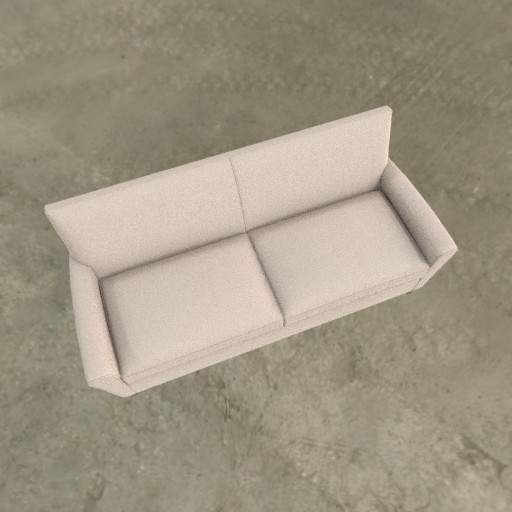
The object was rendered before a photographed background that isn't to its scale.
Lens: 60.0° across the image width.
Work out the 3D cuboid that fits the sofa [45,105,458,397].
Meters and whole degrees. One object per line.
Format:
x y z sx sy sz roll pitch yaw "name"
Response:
0.000 0.000 2.511 2.000 0.846 0.875 -19 65 -9 "sofa"
